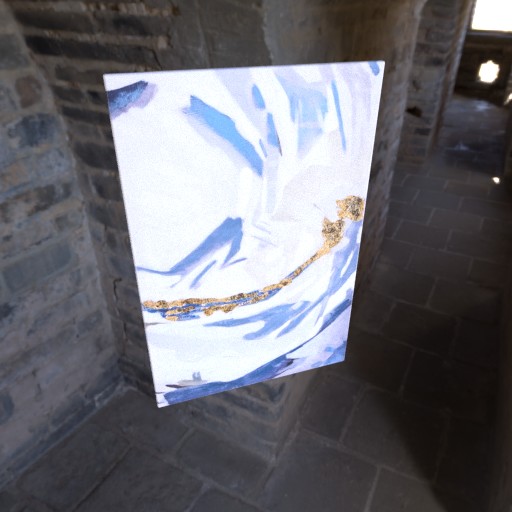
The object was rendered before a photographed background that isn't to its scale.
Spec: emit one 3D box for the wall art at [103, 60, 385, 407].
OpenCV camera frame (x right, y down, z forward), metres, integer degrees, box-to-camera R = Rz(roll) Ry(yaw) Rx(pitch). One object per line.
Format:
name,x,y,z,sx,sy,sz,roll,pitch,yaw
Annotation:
wall art,0.000,0.000,1.153,0.610,0.914,0.016,-10,32,-16
